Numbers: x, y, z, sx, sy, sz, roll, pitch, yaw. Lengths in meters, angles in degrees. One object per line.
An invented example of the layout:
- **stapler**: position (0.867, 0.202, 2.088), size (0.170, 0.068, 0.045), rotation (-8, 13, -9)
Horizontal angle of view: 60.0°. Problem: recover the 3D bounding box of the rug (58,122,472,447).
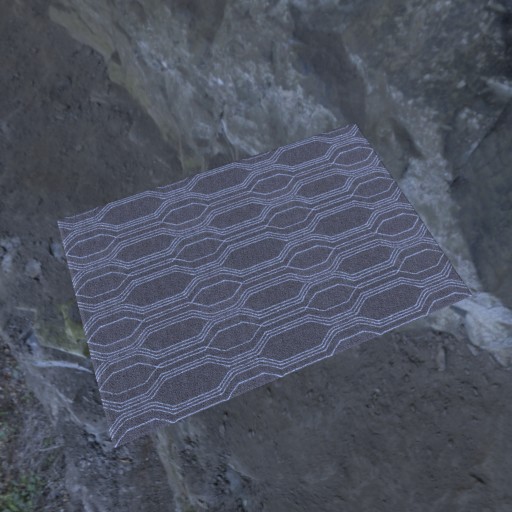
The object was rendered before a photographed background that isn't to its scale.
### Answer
- **rug**: position (0.000, 0.000, 2.318), size (1.836, 0.012, 1.239), rotation (-20, 65, -10)
